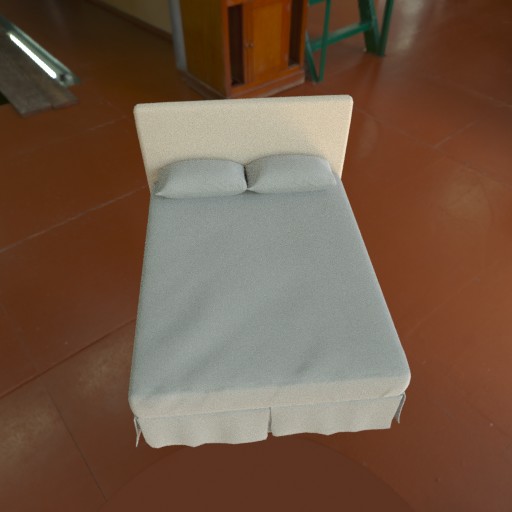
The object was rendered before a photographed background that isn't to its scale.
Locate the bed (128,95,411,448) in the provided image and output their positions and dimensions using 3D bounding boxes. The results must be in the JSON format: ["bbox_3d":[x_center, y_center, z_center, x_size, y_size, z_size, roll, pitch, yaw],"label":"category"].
[{"bbox_3d":[0.000,0.000,3.161,1.748,1.330,2.142,-4,47,-4],"label":"bed"}]
